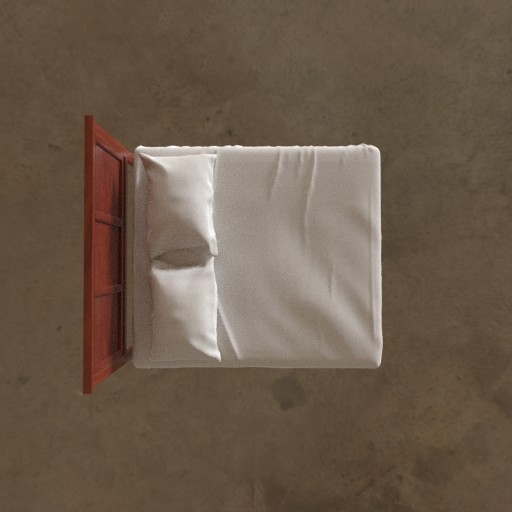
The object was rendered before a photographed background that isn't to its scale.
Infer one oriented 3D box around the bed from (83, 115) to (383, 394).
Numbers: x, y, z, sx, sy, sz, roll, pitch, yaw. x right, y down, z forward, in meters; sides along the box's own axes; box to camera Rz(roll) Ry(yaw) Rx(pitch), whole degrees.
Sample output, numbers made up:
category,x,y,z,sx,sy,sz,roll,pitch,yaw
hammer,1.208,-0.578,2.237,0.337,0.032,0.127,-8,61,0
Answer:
category,x,y,z,sx,sy,sz,roll,pitch,yaw
bed,0.000,0.000,3.246,2.050,1.270,1.870,0,89,0
